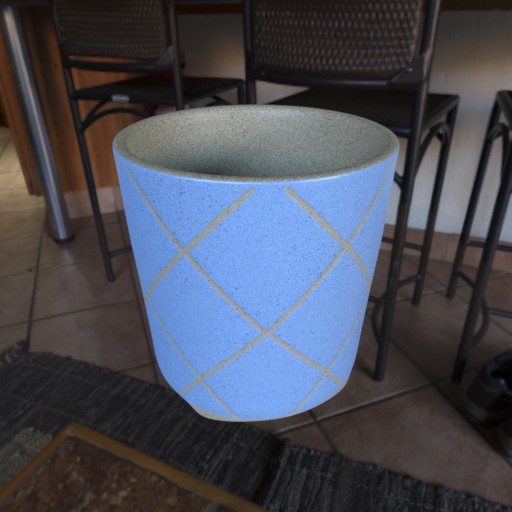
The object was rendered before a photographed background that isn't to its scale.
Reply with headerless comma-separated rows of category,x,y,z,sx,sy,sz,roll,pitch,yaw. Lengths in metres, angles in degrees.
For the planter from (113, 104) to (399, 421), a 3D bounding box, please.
planter,0.000,0.000,0.422,0.227,0.235,0.227,0,30,0
